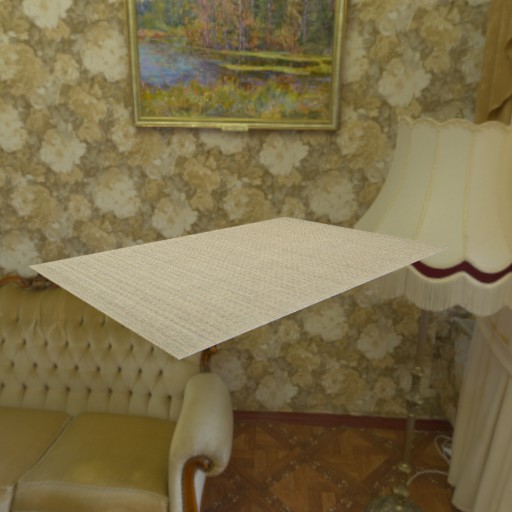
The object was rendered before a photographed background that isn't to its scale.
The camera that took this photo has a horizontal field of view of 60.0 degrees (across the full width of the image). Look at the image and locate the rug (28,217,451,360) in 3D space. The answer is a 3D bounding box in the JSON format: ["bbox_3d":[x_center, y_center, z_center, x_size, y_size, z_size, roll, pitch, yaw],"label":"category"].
[{"bbox_3d":[0.000,0.000,3.651,2.895,0.006,1.981,-15,21,-42],"label":"rug"}]
